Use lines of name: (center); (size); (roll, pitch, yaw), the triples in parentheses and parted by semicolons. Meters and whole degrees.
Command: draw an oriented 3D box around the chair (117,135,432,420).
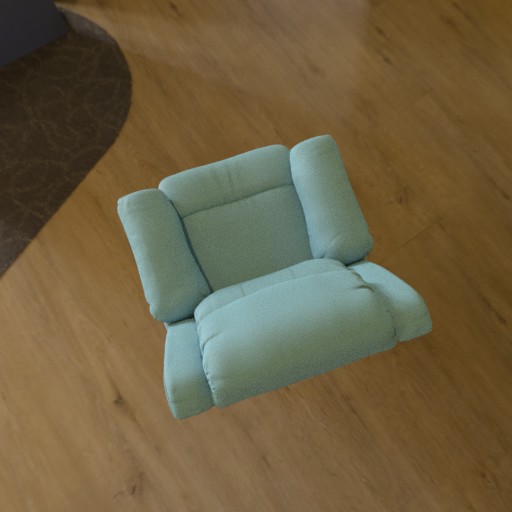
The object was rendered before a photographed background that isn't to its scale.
chair: (0.000, 0.000, 1.279); (0.680, 0.702, 0.709); (-18, 76, -5)
